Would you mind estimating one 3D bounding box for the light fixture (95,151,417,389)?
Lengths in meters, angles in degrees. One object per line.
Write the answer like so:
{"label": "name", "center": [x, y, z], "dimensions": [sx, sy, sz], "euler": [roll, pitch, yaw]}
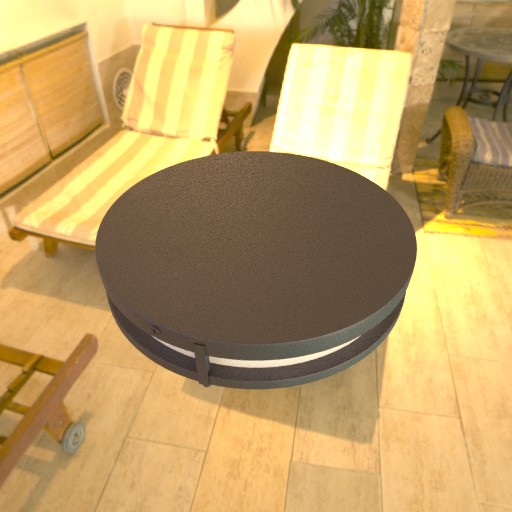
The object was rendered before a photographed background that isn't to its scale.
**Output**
{"label": "light fixture", "center": [0.000, 0.000, 0.536], "dimensions": [0.356, 0.102, 0.356], "euler": [0, 40, 0]}
